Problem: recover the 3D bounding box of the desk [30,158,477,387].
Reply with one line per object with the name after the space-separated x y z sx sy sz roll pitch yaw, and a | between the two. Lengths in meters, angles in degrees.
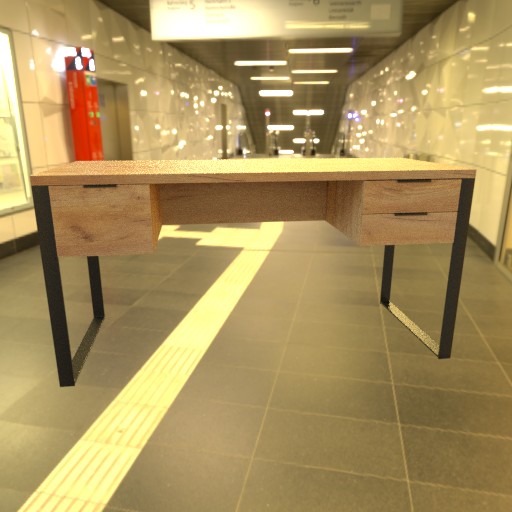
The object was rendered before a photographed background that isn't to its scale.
0.000 0.000 1.881 1.520 0.760 0.600 -2 17 -8 | desk
